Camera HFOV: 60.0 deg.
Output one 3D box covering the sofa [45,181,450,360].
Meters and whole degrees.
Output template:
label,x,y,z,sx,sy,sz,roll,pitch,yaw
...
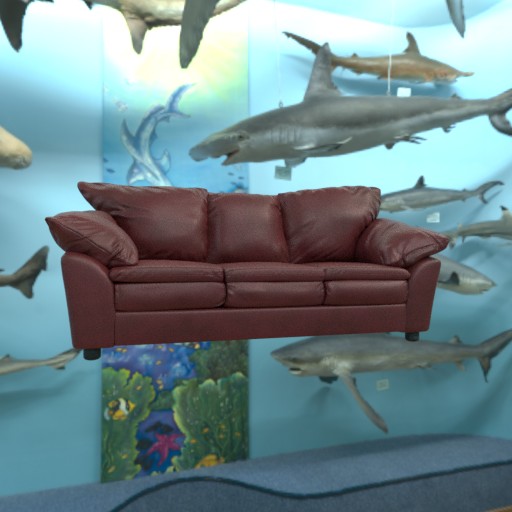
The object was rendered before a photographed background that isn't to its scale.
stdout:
label,x,y,z,sx,sy,sz,roll,pitch,yaw
sofa,0.000,0.000,2.895,2.390,1.091,0.907,0,-1,-16
